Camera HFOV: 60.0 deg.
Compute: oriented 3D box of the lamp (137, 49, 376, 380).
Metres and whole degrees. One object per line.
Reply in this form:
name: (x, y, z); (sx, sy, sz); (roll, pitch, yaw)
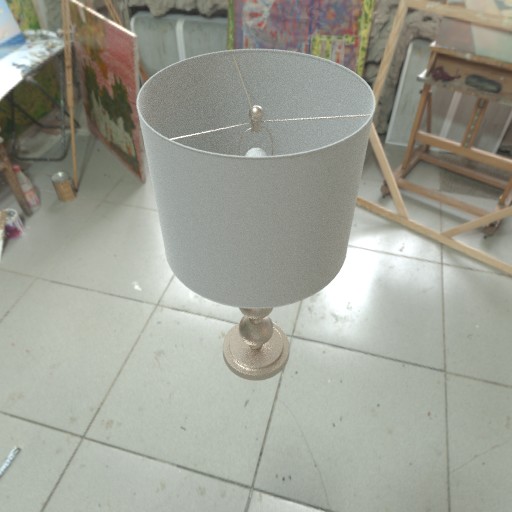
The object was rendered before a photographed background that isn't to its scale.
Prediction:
lamp: (0.000, 0.000, 0.707); (0.277, 0.538, 0.277); (-10, 46, -10)
